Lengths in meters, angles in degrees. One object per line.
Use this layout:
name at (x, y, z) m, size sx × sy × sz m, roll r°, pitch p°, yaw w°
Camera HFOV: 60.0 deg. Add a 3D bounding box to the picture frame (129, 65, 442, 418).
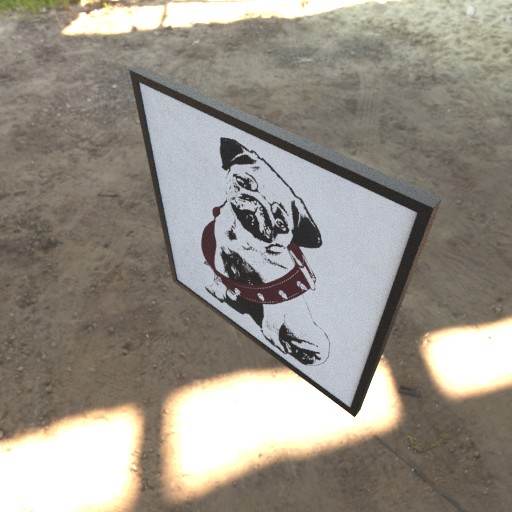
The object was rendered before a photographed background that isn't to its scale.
picture frame at (0.000, 0.000, 1.166) m, size 0.775 × 0.775 × 0.032 m, roll 32°, pitch 54°, yaw 27°
